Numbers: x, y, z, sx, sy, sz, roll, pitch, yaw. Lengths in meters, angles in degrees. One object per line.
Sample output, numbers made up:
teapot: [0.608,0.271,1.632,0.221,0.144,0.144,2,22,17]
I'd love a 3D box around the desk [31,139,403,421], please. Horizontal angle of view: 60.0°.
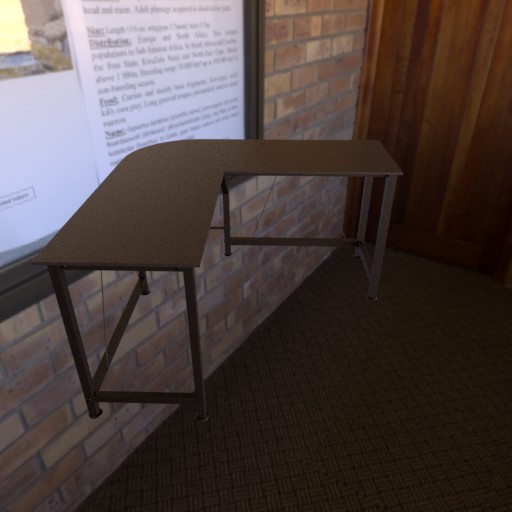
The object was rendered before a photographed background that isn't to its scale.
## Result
desk: [0.000,0.000,2.196,1.400,0.762,1.400,1,31,1]
